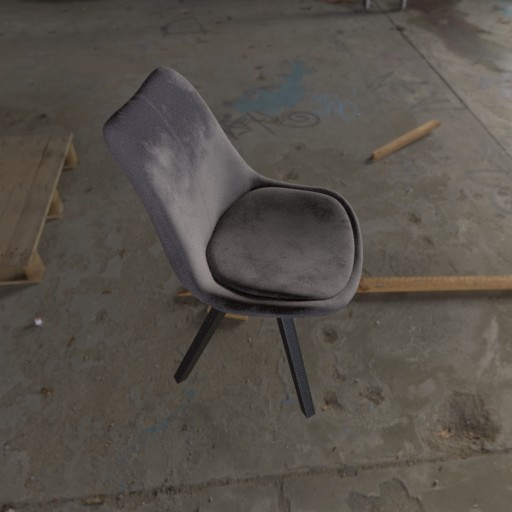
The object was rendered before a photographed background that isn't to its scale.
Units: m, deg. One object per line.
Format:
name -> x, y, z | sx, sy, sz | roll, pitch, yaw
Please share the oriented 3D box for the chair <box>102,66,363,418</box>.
chair -> 0.000, 0.000, 1.179 | 0.550, 0.850, 0.476 | 10, 47, 10
